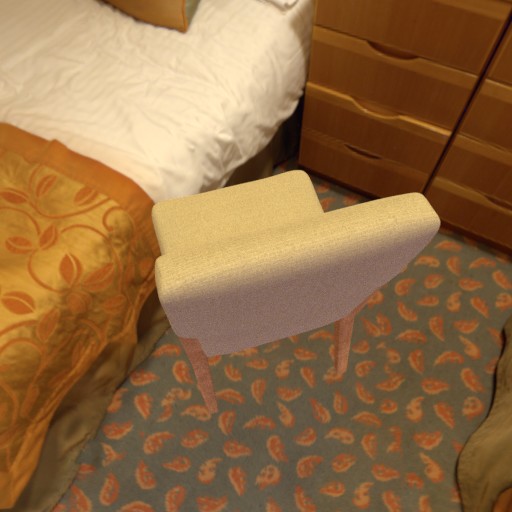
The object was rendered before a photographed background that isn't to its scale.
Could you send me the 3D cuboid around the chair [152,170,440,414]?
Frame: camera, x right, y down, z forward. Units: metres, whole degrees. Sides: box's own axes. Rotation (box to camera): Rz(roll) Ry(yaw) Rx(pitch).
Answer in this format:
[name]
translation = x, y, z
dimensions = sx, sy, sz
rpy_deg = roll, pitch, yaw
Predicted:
[chair]
translation = 0.000, 0.000, 1.214
dimensions = 0.507, 0.911, 0.586
rpy_deg = -15, 60, -9
